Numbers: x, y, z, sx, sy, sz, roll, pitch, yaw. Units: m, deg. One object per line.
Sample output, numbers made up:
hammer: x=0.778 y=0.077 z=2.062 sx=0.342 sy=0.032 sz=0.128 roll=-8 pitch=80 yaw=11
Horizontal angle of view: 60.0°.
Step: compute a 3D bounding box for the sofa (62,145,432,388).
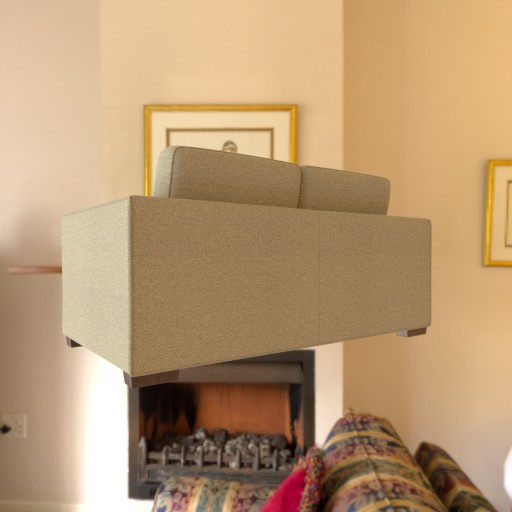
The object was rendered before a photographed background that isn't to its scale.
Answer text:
sofa: x=0.000 y=0.000 z=2.457 sx=1.812 sy=0.924 sz=1.007 roll=0 pitch=0 yaw=-36
